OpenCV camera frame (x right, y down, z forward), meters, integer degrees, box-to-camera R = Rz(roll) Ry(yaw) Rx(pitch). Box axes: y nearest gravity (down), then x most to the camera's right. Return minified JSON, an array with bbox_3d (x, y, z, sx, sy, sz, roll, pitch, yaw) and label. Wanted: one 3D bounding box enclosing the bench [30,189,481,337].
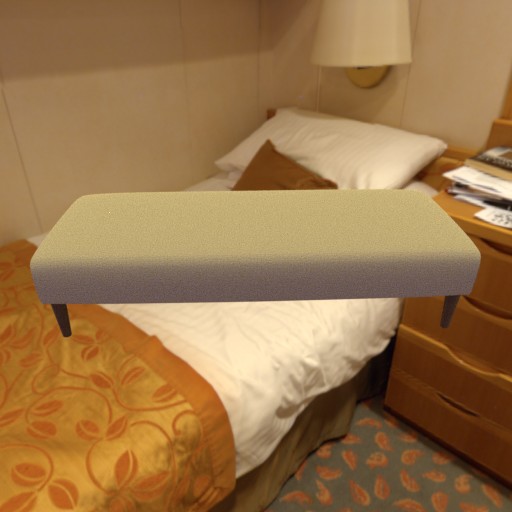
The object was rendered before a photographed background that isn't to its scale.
[{"bbox_3d":[0.000,0.000,1.896,1.609,0.393,0.646,-1,30,-2],"label":"bench"}]
